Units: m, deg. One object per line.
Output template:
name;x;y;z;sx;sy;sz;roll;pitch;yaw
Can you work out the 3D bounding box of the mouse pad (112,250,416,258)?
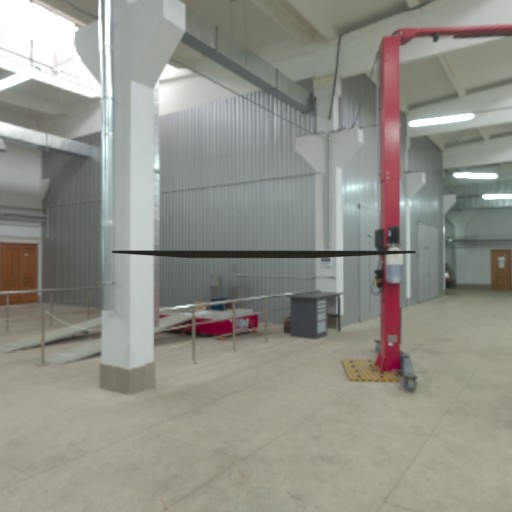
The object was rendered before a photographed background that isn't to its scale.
mouse pad;0.000;0.000;1.042;0.424;0.003;0.907;0;-1;-2
